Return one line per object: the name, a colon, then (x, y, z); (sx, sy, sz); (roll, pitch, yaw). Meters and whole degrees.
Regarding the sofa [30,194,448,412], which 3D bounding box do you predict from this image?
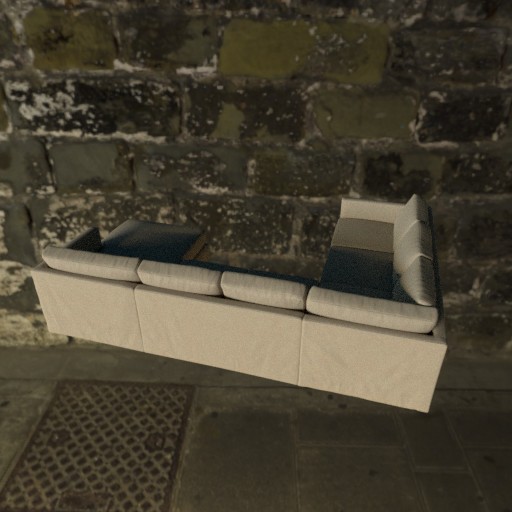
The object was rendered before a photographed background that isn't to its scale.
sofa: (0.000, 0.000, 4.573); (3.460, 0.882, 2.427); (8, 32, 14)
